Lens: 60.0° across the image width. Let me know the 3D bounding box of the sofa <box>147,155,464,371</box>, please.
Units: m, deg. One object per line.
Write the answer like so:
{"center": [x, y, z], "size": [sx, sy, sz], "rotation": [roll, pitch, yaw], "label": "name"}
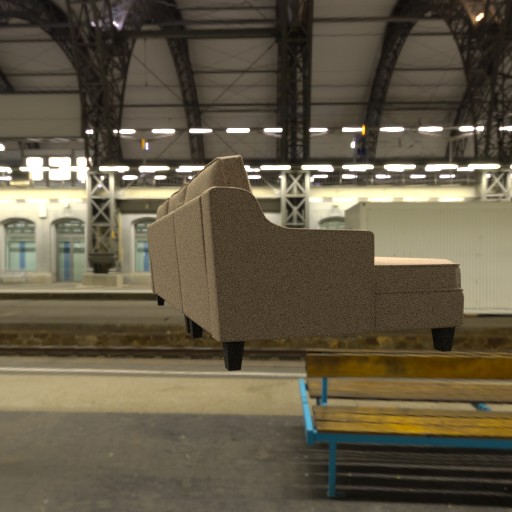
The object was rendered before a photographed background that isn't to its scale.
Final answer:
{"center": [0.000, 0.000, 3.151], "size": [1.294, 0.928, 2.561], "rotation": [0, 0, -19], "label": "sofa"}
